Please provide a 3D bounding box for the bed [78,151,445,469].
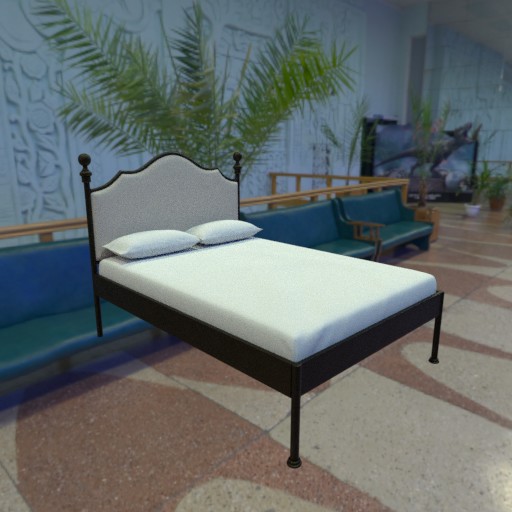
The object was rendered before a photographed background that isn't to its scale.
[{"bbox_3d":[0.000,0.000,3.300,1.642,1.499,2.224,-13,19,-42],"label":"bed"}]
